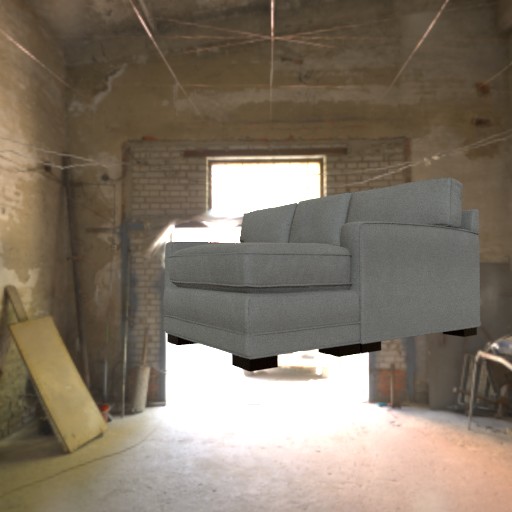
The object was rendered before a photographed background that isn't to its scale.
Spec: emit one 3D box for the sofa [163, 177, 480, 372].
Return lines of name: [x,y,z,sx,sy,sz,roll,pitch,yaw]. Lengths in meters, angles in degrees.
sofa: [0.000,0.000,2.811,1.496,0.861,2.087,1,-1,-34]
